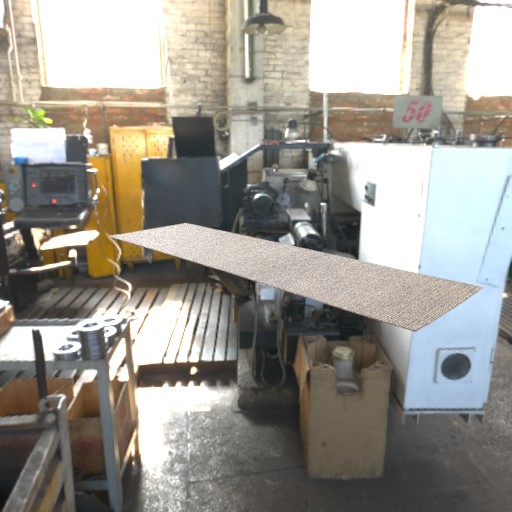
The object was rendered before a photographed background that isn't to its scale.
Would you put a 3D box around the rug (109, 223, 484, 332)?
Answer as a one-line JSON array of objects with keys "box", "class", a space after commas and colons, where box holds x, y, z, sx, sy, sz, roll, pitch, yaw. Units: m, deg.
[{"box": [0.000, 0.000, 2.632, 2.335, 0.013, 0.697, 14, 20, 43], "class": "rug"}]
